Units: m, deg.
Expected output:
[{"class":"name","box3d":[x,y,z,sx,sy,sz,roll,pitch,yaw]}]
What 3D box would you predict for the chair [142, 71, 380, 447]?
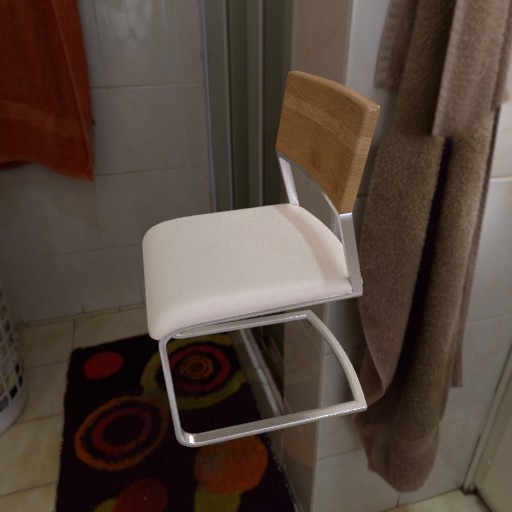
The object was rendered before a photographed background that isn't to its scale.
[{"class":"chair","box3d":[0.000,0.000,1.176,0.585,0.844,0.467,-7,31,-12]}]
